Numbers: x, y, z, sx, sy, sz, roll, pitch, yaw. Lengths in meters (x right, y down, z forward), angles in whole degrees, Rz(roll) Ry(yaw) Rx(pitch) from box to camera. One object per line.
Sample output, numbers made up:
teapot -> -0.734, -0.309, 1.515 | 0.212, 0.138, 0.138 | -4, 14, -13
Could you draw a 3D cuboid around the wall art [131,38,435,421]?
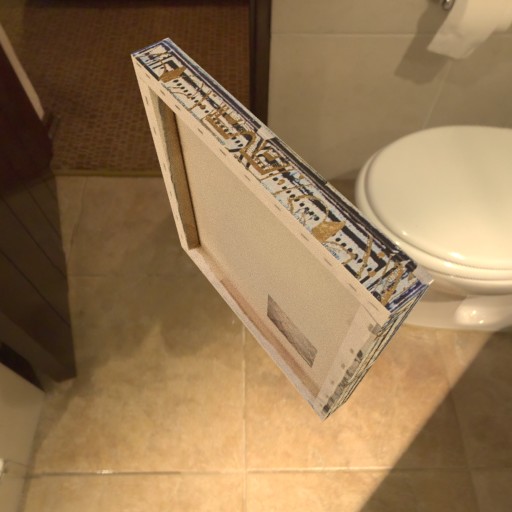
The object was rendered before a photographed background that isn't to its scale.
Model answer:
wall art -> 0.000, 0.000, 0.450 | 0.038, 0.306, 0.302 | -33, 64, -18
